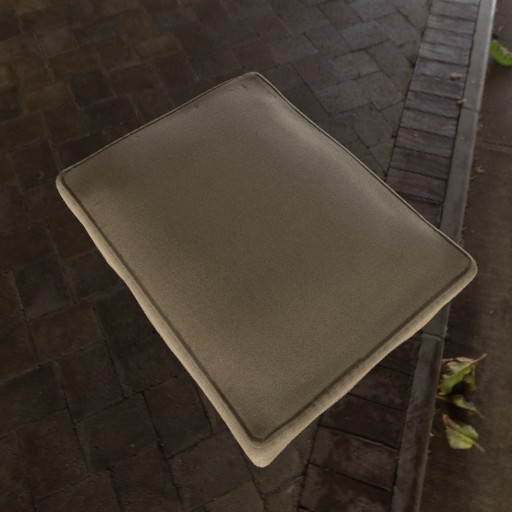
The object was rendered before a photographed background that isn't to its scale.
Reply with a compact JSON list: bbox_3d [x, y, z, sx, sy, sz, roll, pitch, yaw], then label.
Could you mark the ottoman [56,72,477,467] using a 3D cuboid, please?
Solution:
[{"bbox_3d":[0.000,0.000,1.206,0.650,0.485,0.833,-35,68,-17],"label":"ottoman"}]
